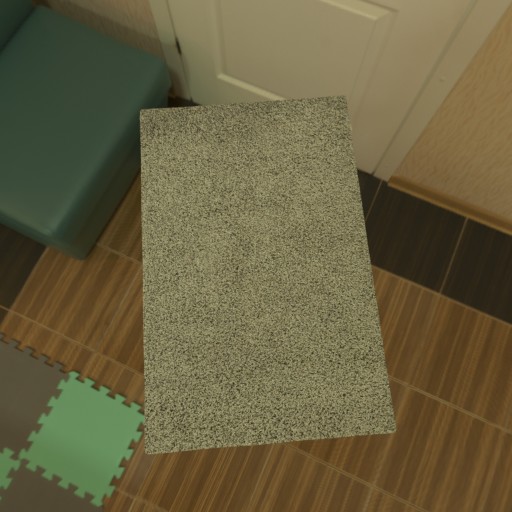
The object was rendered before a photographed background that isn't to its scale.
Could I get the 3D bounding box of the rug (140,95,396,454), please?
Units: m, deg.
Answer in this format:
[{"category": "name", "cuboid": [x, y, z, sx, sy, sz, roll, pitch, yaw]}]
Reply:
[{"category": "rug", "cuboid": [0.000, 0.000, 3.473, 1.778, 0.030, 2.743, -4, 75, -1]}]
